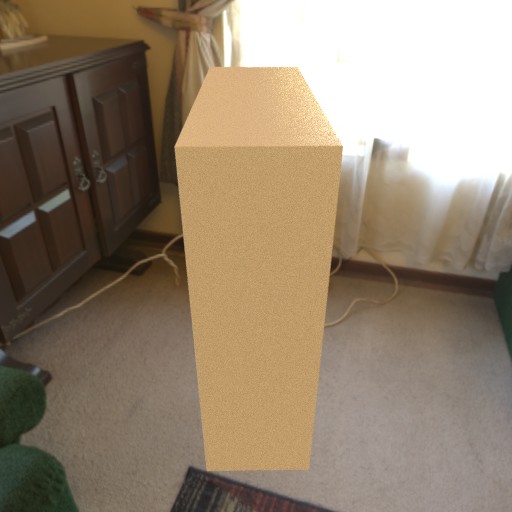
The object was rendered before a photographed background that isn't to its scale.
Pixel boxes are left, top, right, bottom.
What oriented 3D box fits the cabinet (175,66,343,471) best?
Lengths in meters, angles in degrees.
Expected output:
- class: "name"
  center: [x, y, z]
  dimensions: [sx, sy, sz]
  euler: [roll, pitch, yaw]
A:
- class: "cabinet"
  center: [0.000, 0.000, 1.635]
  dimensions: [0.348, 1.150, 0.990]
  euler: [0, 32, -1]
